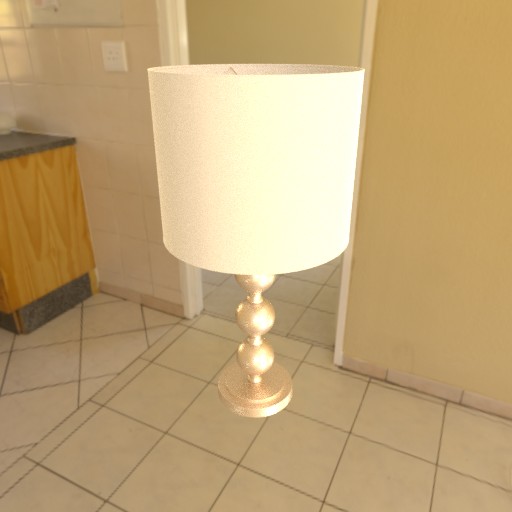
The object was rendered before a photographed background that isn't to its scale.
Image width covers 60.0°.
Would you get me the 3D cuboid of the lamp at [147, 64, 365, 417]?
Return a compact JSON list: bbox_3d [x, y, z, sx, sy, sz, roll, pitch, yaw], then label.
[{"bbox_3d":[0.000,0.000,0.689,0.277,0.538,0.277,7,27,15],"label":"lamp"}]
